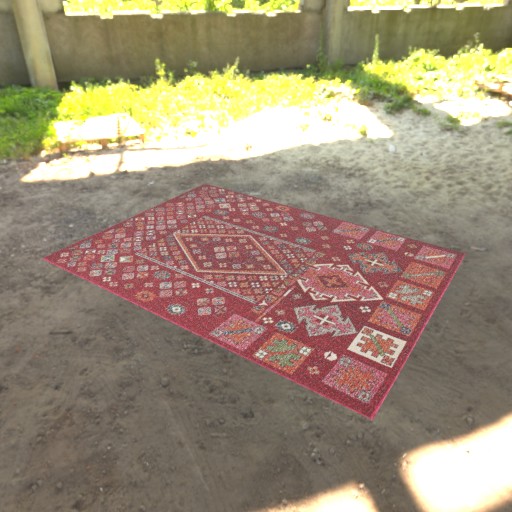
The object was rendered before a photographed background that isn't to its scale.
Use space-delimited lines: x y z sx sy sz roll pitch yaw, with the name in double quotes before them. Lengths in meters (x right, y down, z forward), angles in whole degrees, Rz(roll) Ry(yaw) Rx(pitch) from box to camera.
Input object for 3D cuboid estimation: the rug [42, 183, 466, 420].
"rug" 0.000 0.000 4.264 3.306 0.011 2.389 19 35 29
